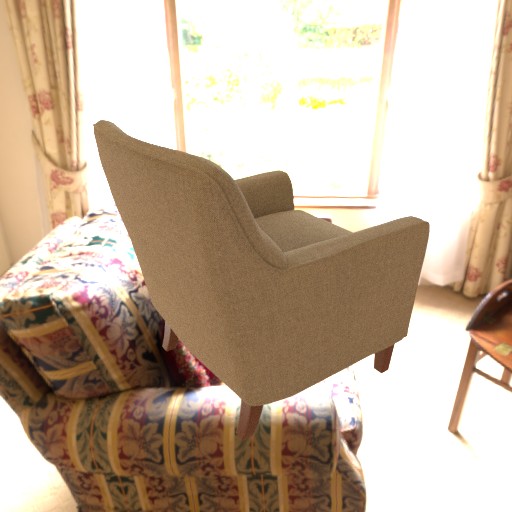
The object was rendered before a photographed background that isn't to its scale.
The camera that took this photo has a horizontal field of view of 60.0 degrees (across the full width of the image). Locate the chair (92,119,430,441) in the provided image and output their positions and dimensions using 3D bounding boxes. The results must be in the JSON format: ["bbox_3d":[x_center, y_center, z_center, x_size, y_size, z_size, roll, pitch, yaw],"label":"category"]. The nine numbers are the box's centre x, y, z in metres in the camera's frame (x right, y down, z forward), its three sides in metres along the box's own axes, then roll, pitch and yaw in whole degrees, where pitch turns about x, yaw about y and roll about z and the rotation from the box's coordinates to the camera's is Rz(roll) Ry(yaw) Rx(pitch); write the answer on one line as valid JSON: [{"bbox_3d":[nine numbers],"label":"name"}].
[{"bbox_3d":[0.000,0.000,1.770,0.993,1.047,0.887,-17,31,-32],"label":"chair"}]
